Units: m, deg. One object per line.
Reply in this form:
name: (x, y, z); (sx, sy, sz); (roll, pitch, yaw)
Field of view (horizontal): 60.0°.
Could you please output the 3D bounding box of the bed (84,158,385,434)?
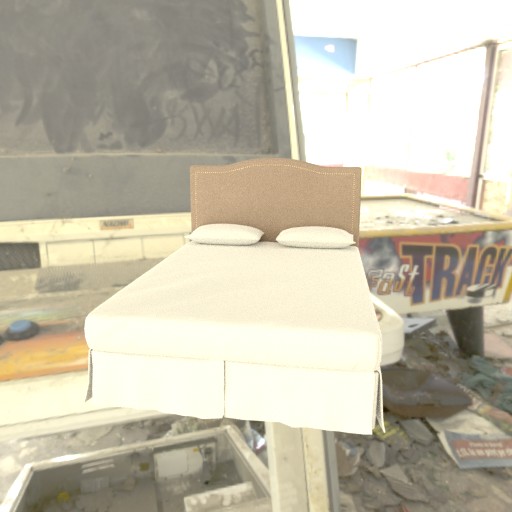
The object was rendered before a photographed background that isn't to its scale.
bed: (0.000, 0.000, 3.486); (1.821, 1.436, 2.282); (2, 15, 9)
